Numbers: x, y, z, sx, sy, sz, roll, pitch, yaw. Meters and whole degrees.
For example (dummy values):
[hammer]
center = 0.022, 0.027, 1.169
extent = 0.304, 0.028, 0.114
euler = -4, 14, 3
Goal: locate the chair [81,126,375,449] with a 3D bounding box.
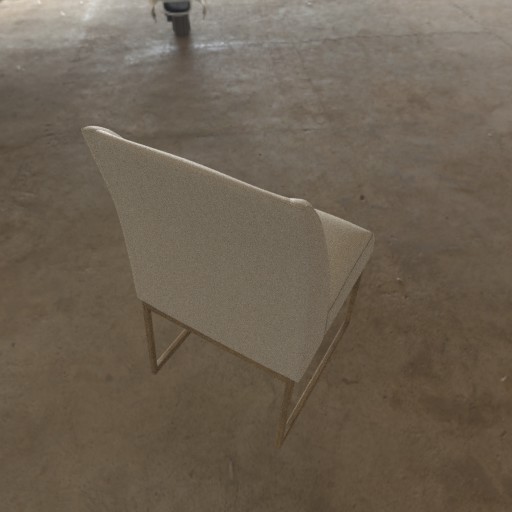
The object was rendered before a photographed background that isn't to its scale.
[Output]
[chair]
center = 0.000, 0.000, 1.192
extent = 0.508, 0.863, 0.522
euler = 23, 50, 21
